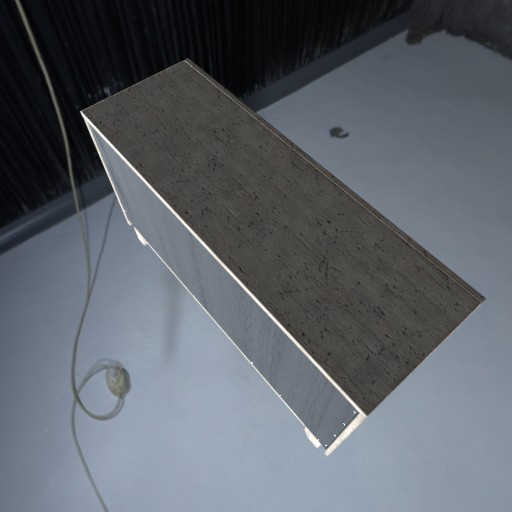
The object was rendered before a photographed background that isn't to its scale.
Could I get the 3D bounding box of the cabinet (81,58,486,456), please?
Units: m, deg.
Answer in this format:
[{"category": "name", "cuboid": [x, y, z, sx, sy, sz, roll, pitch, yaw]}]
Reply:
[{"category": "cabinet", "cuboid": [0.000, 0.000, 1.829, 0.511, 0.825, 1.460, -36, 65, -20]}]
